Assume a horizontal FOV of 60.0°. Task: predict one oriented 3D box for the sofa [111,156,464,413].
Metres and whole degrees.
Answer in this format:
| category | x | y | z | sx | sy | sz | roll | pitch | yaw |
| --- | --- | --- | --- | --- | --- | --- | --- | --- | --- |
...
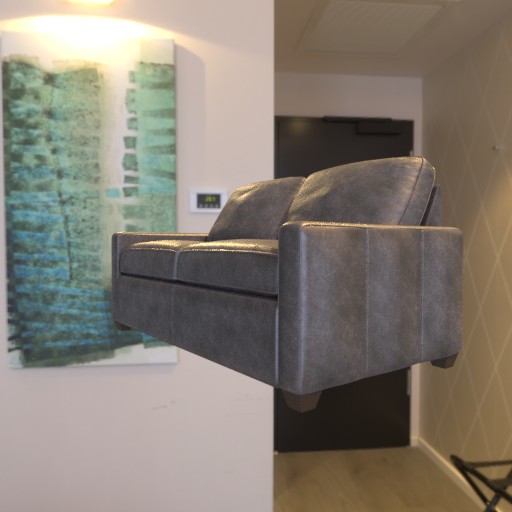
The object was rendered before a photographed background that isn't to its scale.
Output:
| category | x | y | z | sx | sy | sz | roll | pitch | yaw |
| --- | --- | --- | --- | --- | --- | --- | --- | --- | --- |
| sofa | 0.000 | 0.000 | 2.277 | 0.939 | 0.916 | 1.732 | -1 | 2 | -36 |
